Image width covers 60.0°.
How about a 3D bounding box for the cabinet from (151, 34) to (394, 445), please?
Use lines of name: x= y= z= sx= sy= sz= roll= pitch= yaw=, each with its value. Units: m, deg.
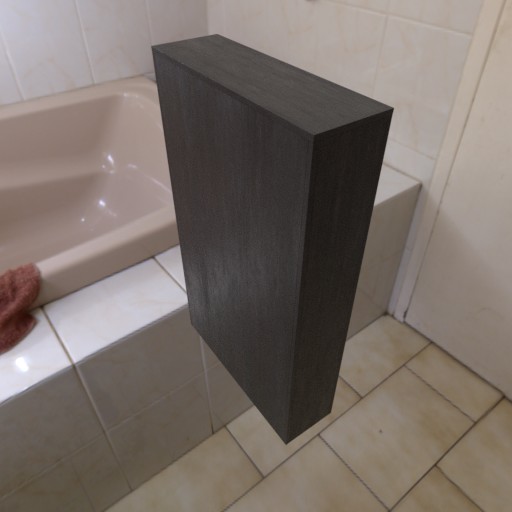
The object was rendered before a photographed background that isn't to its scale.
cabinet: x=0.000 y=0.000 z=1.585 sx=0.250 sy=1.280 sz=0.750 roll=-25 pitch=46 yaw=-26
